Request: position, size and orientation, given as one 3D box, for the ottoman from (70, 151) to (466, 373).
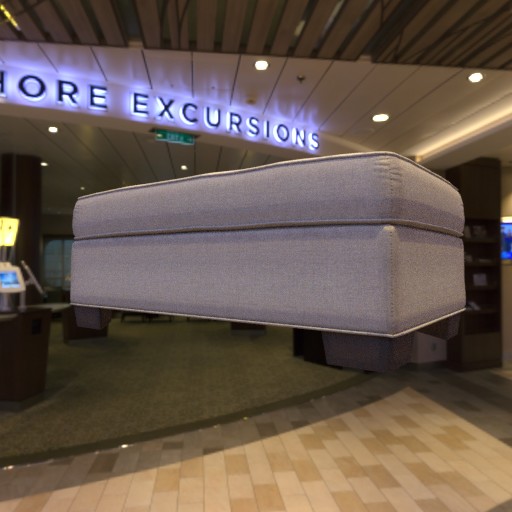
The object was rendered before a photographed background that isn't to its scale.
[{"bbox_3d":[0.000,0.000,1.386,1.097,0.461,0.617,-1,-1,37],"label":"ottoman"}]
